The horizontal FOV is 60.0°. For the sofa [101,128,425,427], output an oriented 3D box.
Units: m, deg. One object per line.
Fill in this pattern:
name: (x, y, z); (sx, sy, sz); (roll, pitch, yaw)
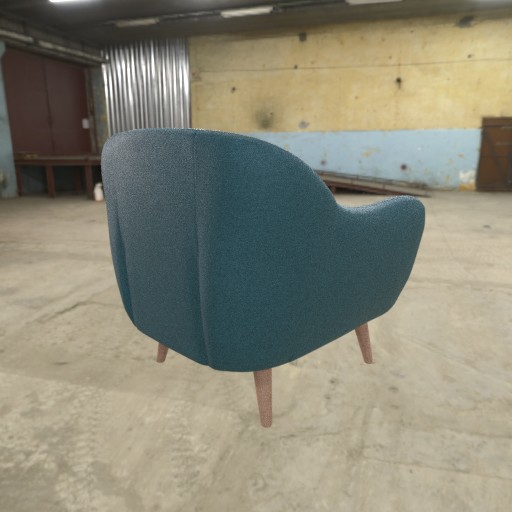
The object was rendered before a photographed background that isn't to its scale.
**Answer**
sofa: (0.000, 0.000, 1.516); (0.825, 0.817, 0.836); (-13, 19, -43)
